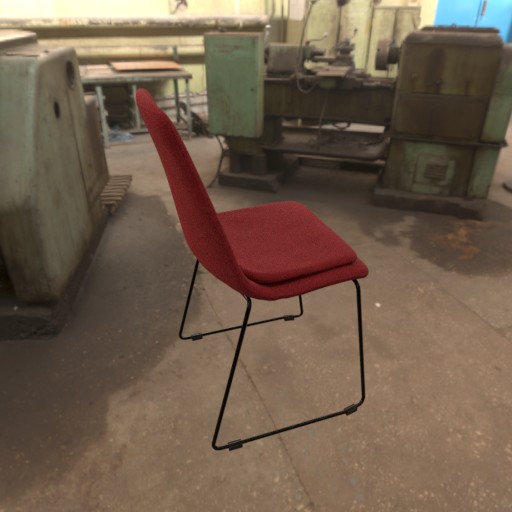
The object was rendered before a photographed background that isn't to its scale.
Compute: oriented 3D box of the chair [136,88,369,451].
[{"bbox_3d":[0.000,0.000,1.188,0.518,0.858,0.479,-10,31,-17],"label":"chair"}]
